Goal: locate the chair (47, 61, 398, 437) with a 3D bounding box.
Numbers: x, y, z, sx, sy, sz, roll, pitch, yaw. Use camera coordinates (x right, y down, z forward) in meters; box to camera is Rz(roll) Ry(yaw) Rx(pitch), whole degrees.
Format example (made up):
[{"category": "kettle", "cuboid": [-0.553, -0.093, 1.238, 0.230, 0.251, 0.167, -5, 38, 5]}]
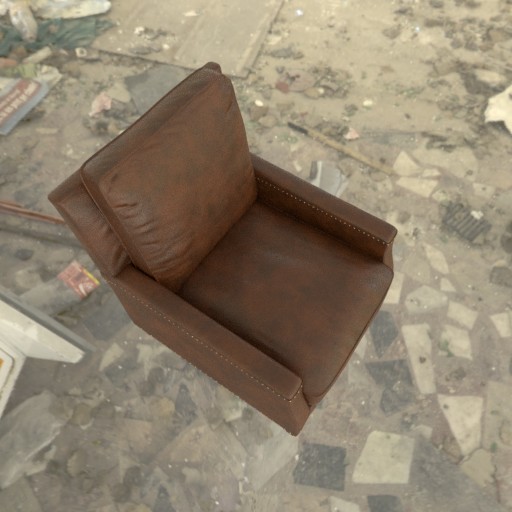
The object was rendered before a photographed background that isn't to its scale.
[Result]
[{"category": "chair", "cuboid": [0.000, 0.000, 1.798, 1.035, 1.054, 0.854, 30, 62, 18]}]
